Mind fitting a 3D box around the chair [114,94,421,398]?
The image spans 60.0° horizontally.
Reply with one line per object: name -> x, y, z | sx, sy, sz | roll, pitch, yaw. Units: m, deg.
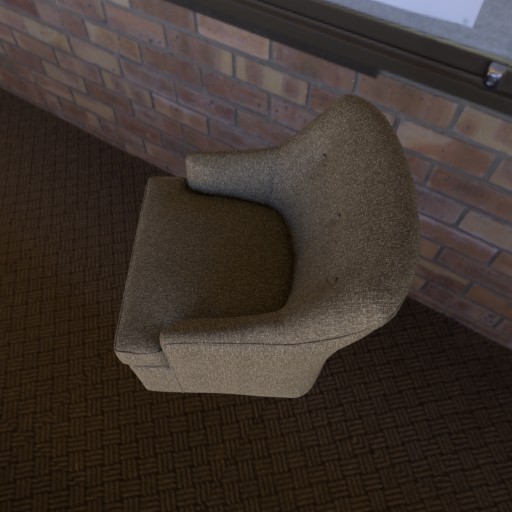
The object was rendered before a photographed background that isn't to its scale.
chair -> 0.000, 0.000, 1.611 | 0.923, 0.856, 0.864 | 1, 57, 1
